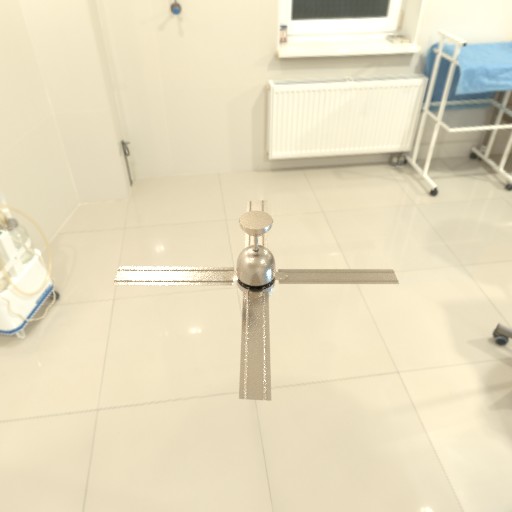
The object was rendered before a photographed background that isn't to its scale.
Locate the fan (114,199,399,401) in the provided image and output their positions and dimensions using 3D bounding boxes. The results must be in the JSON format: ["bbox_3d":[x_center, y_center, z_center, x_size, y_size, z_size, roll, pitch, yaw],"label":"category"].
[{"bbox_3d":[0.000,0.000,2.049,1.346,0.406,1.346,-1,39,-1],"label":"fan"}]
